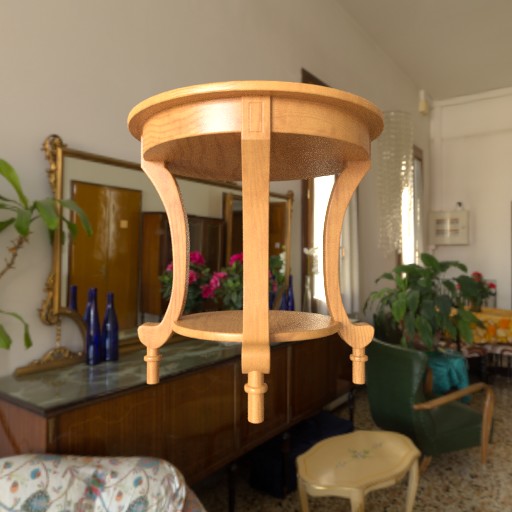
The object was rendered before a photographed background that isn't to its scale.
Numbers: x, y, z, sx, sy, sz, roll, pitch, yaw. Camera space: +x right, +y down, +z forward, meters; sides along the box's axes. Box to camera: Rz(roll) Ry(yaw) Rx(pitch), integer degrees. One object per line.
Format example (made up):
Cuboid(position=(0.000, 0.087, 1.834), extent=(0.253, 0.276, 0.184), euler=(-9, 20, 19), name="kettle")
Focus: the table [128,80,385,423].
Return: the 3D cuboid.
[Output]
Cuboid(position=(0.000, 0.000, 1.071), extent=(0.597, 0.612, 0.597), euler=(0, 0, 0), name="table")
